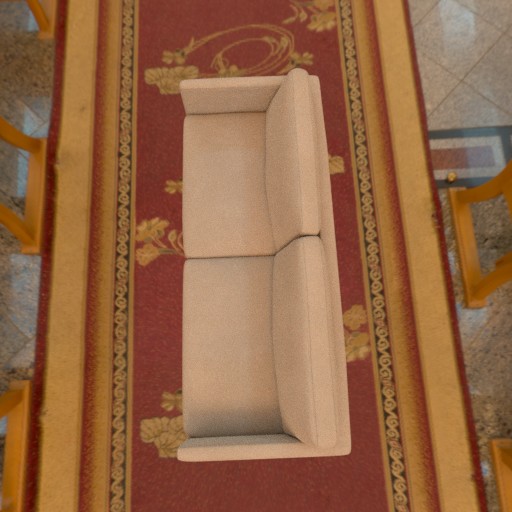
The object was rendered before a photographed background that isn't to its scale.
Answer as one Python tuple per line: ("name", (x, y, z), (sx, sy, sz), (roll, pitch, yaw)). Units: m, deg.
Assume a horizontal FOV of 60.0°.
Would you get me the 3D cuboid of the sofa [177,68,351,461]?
("sofa", (0.000, 0.000, 2.922), (0.988, 0.912, 2.404), (-2, 75, -1))
